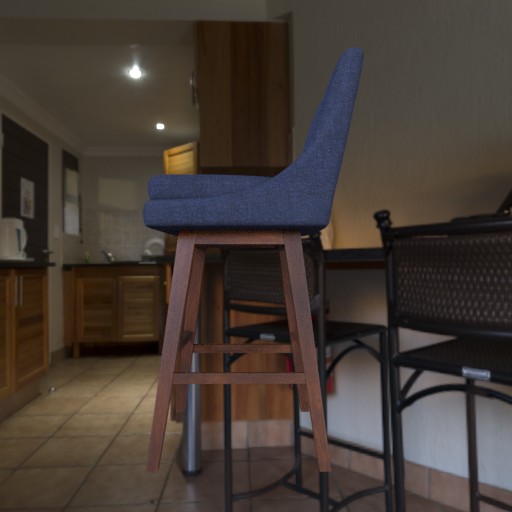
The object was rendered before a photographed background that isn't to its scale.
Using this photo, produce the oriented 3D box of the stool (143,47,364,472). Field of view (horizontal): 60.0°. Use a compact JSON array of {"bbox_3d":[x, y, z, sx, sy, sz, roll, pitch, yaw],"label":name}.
[{"bbox_3d":[0.000,0.000,1.328,0.572,1.068,0.489,0,0,0],"label":"stool"}]
